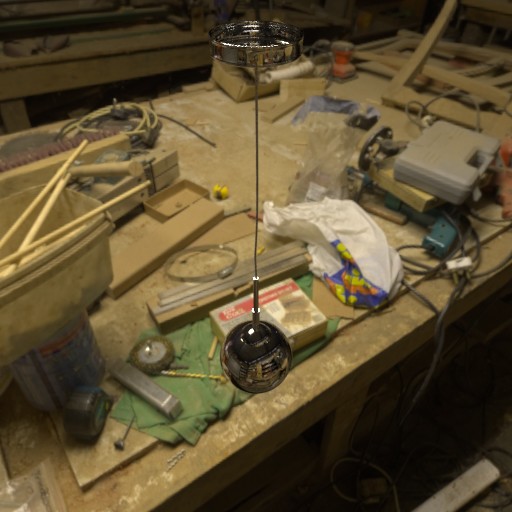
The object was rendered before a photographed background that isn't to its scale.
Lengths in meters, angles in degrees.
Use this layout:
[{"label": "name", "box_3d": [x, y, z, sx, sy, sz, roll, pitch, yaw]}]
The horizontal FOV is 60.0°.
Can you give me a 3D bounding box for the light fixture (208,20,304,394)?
[{"label": "light fixture", "box_3d": [0.000, 0.000, 1.656, 0.336, 1.538, 0.336, -24, 47, -25]}]
